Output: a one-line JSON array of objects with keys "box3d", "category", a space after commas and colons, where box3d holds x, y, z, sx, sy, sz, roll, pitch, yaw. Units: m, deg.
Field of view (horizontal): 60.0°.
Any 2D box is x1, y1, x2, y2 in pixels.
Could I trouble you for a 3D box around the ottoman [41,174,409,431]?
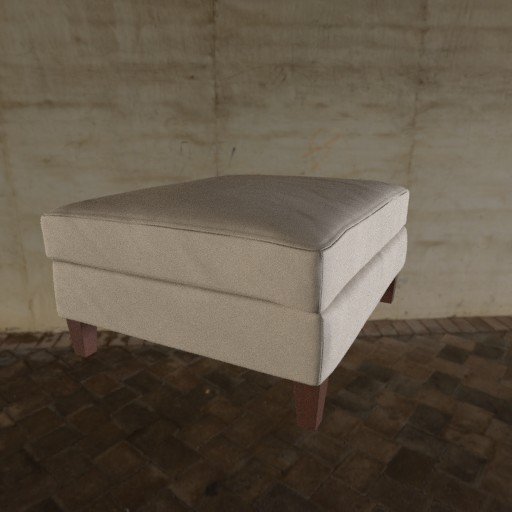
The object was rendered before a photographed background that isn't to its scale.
[{"box3d": [0.000, 0.000, 1.483, 0.836, 0.492, 1.002, 8, 18, 26], "category": "ottoman"}]
